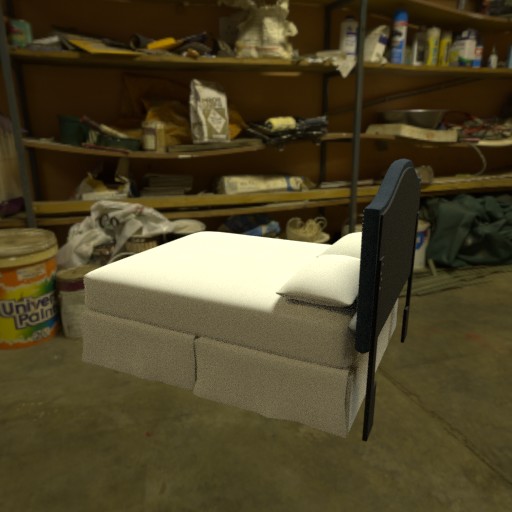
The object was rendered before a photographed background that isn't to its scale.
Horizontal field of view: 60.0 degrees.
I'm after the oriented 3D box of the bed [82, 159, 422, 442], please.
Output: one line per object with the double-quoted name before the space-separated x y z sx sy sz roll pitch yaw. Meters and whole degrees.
"bed" 0.000 0.000 3.409 2.153 1.518 1.713 8 18 25
